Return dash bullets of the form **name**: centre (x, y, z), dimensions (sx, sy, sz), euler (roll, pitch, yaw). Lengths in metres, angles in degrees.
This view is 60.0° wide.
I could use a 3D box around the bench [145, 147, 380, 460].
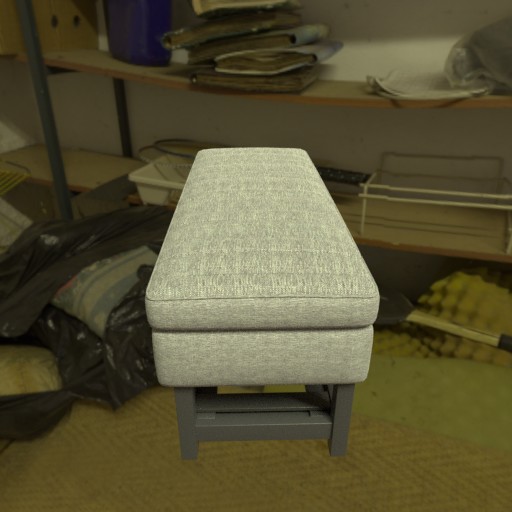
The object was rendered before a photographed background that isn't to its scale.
- **bench**: centre (0.000, 0.000, 1.330), dimensions (0.429, 0.470, 1.100), euler (-1, 27, -1)
